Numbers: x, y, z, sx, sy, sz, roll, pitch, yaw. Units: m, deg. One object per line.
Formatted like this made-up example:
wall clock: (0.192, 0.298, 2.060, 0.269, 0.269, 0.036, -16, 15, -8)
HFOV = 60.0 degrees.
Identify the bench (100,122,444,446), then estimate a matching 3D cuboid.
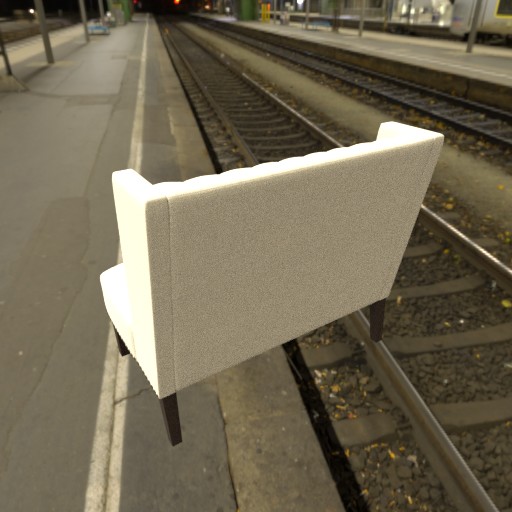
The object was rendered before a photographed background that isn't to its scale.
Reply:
bench: (0.000, 0.000, 2.046, 1.280, 1.123, 0.847, -18, 34, -28)
